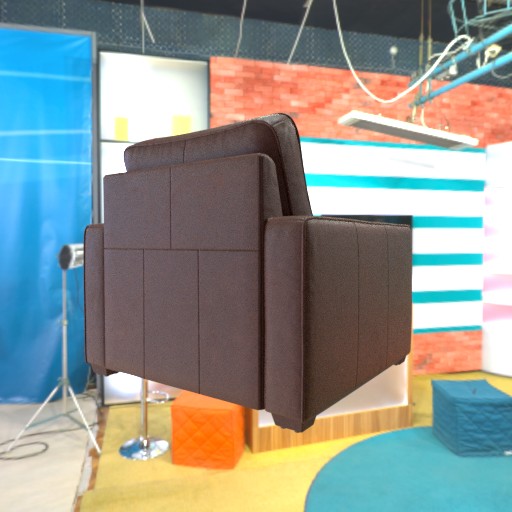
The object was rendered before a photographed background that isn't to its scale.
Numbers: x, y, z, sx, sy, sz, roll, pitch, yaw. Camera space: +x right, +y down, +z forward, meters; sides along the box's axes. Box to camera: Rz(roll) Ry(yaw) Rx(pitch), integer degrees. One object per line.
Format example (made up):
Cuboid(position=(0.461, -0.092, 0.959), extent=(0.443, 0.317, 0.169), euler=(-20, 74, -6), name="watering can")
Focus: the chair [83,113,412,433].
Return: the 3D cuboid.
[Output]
Cuboid(position=(0.000, 0.000, 1.802), extent=(1.017, 0.919, 0.940), euler=(1, 2, 36), name="chair")
